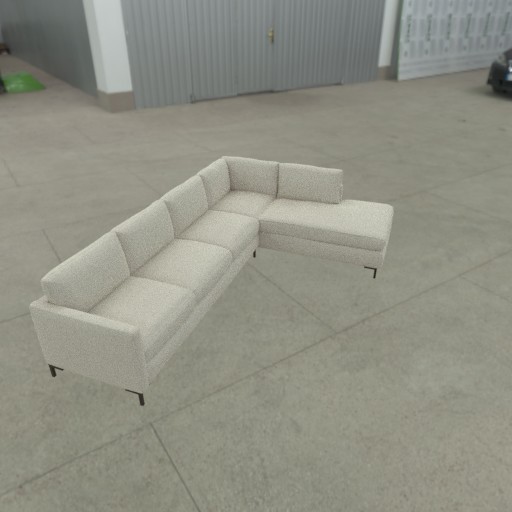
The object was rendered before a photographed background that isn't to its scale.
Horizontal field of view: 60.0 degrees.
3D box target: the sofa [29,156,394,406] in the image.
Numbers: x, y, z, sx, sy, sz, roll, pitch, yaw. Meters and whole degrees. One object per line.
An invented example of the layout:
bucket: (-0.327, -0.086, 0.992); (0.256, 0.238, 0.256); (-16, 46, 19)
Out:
sofa: (0.000, 0.000, 3.768); (2.007, 0.815, 2.949); (11, 32, 18)
